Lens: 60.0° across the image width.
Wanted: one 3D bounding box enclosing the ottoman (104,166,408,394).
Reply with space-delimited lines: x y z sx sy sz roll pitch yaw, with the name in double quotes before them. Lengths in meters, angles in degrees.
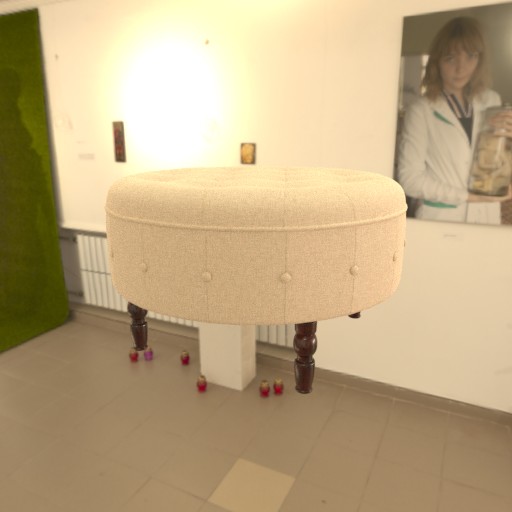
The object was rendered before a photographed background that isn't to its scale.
"ottoman" 0.000 0.000 1.349 0.848 0.494 0.848 0 15 0
